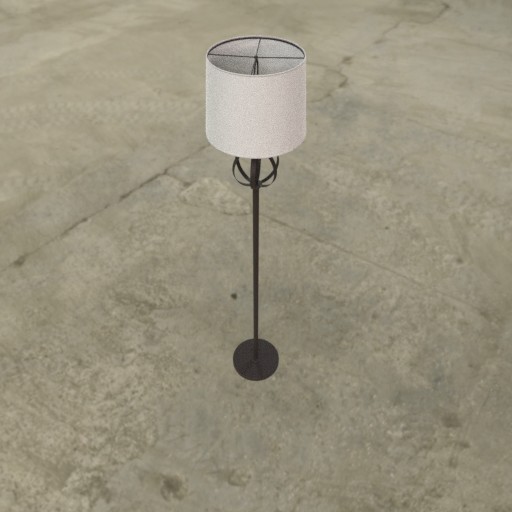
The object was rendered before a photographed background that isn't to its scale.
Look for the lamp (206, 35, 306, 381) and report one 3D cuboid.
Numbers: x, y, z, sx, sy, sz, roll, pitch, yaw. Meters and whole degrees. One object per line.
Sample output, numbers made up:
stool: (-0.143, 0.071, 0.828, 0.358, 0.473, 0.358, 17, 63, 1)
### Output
lamp: (0.000, 0.000, 1.642, 0.286, 1.462, 0.286, -18, 49, -17)
